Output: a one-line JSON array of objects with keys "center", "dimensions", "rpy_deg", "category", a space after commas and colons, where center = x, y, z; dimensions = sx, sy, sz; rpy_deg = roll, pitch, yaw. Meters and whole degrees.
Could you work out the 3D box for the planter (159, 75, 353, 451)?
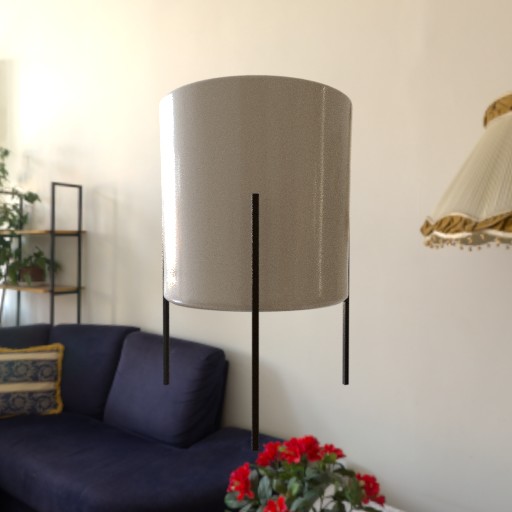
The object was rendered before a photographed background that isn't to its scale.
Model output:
[{"center": [0.000, 0.000, 0.645], "dimensions": [0.307, 0.431, 0.308], "rpy_deg": [0, 1, 0], "category": "planter"}]
